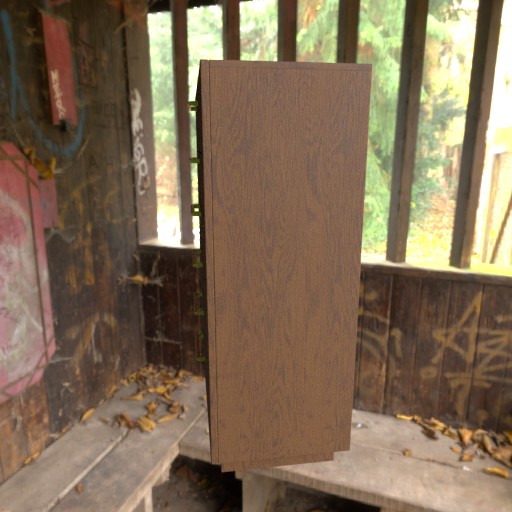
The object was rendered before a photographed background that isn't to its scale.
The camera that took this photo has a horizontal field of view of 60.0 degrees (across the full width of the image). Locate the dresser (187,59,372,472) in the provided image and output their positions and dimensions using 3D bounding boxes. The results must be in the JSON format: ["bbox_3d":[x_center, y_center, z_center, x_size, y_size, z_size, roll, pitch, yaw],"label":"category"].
[{"bbox_3d":[0.000,0.000,1.821,0.516,1.320,0.964,-2,14,-8],"label":"dresser"}]
